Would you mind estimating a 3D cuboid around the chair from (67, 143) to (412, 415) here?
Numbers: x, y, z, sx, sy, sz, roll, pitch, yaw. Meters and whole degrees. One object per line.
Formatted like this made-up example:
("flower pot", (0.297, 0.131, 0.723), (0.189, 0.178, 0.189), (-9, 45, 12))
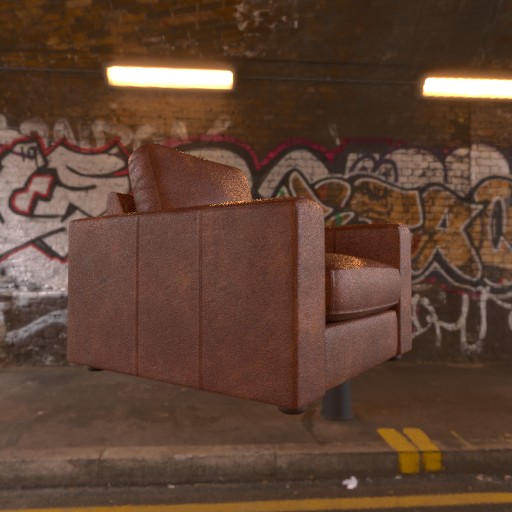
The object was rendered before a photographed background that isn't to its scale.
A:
("chair", (0.000, 0.000, 1.763), (1.016, 0.873, 1.005), (-1, -2, 35))
